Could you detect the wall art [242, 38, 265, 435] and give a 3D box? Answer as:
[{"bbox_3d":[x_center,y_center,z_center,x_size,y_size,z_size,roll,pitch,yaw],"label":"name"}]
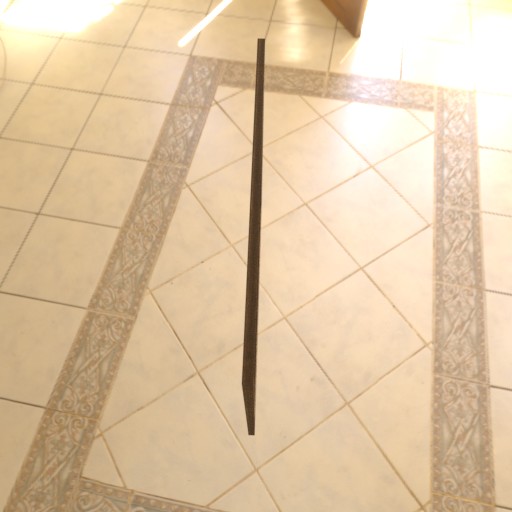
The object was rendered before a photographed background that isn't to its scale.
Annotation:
[{"bbox_3d":[0.000,0.000,1.491,0.023,0.875,1.033,2,62,1],"label":"wall art"}]
